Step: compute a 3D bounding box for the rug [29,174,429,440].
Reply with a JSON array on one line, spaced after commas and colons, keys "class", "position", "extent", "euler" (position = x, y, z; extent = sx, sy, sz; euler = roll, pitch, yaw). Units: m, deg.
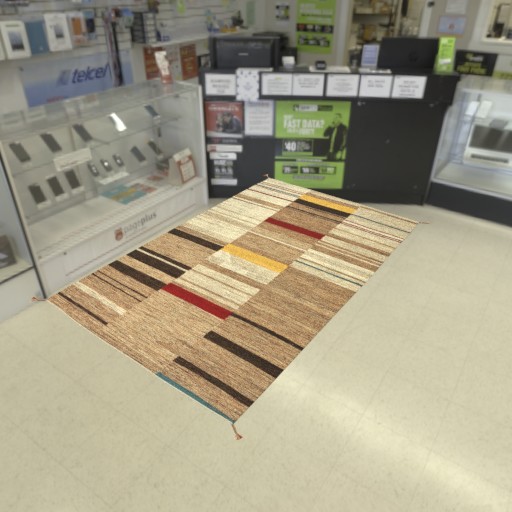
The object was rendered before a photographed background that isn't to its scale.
[{"class": "rug", "position": [0.000, 0.000, 2.406], "extent": [1.268, 0.007, 1.918], "euler": [22, 39, 30]}]
